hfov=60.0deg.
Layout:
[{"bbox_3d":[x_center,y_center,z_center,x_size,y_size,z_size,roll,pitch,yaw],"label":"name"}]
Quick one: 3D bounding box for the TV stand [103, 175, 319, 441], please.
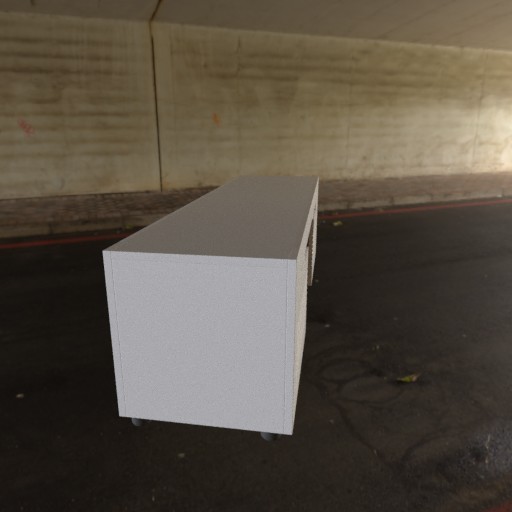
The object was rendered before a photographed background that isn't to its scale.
[{"bbox_3d":[0.000,0.000,1.676,0.410,0.440,1.500,3,17,9],"label":"TV stand"}]
